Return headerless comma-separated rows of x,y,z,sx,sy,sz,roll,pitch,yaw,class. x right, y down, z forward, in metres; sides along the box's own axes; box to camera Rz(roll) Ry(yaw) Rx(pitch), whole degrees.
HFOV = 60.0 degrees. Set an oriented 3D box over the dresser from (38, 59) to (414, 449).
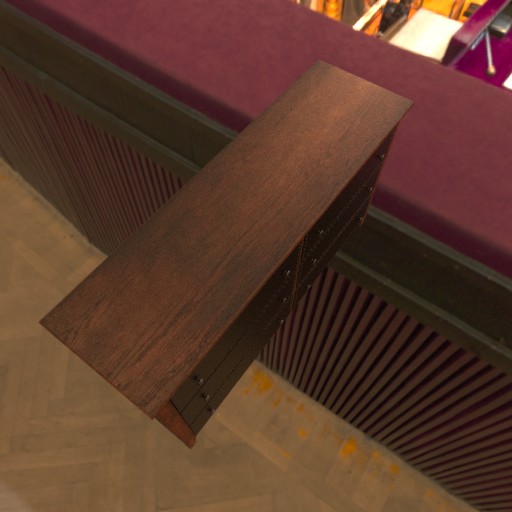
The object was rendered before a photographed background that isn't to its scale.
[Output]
0.000,0.000,1.931,0.463,0.856,1.551,33,64,18,dresser
